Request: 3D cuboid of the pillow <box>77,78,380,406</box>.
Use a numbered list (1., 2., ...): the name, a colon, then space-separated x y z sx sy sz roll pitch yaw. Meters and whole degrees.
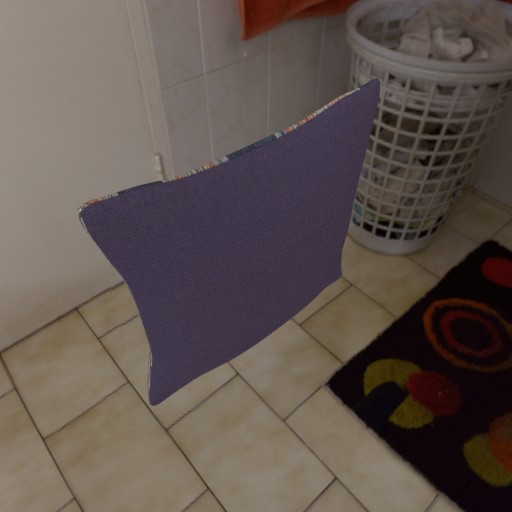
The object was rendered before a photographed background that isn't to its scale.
1. pillow: 0.000 0.000 0.655 0.437 0.419 0.136 -31 54 -25
